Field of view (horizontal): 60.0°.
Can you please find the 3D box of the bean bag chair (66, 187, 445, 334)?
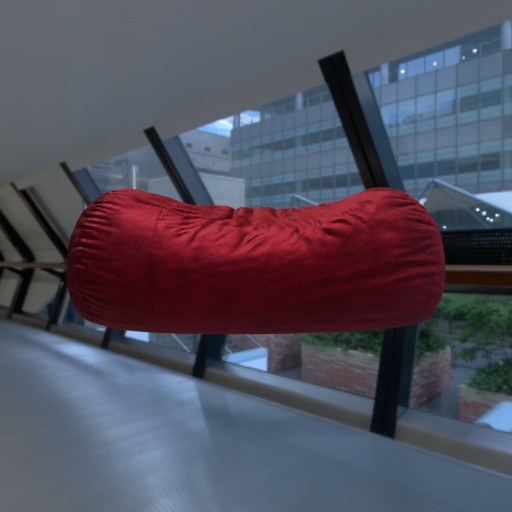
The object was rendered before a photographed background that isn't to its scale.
[{"bbox_3d":[0.000,0.000,2.844,2.293,0.867,1.216,0,1,0],"label":"bean bag chair"}]
